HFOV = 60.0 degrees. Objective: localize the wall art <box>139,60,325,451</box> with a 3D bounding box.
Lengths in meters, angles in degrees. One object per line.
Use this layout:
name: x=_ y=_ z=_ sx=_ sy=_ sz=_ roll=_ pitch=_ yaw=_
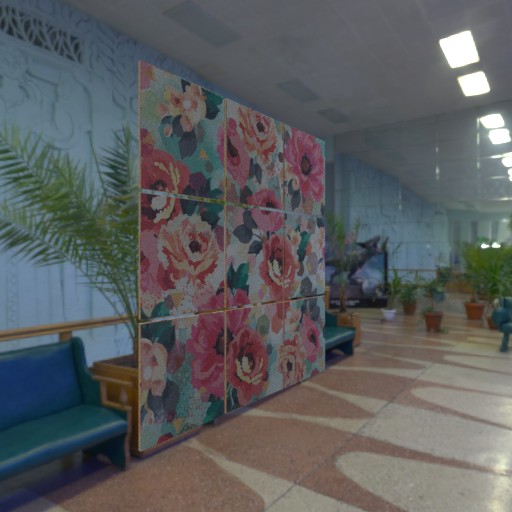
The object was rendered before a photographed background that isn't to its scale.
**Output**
wall art: x=0.000 y=0.000 z=2.334 sx=0.013 sy=1.519 sz=1.521 roll=0 pitch=0 yaw=37
